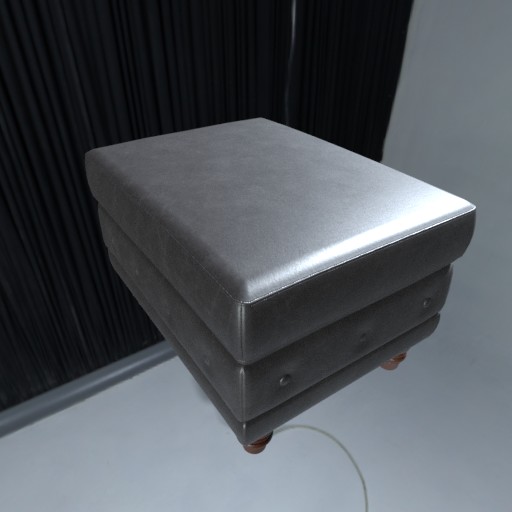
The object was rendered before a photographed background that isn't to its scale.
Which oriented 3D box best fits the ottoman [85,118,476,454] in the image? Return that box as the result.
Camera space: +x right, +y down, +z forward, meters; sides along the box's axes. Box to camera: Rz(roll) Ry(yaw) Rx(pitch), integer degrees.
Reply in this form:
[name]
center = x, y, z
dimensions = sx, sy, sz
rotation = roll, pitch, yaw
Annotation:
[ottoman]
center = 0.000, 0.000, 1.151
dimensions = 0.590, 0.498, 0.795
rotation = -20, 38, -28
